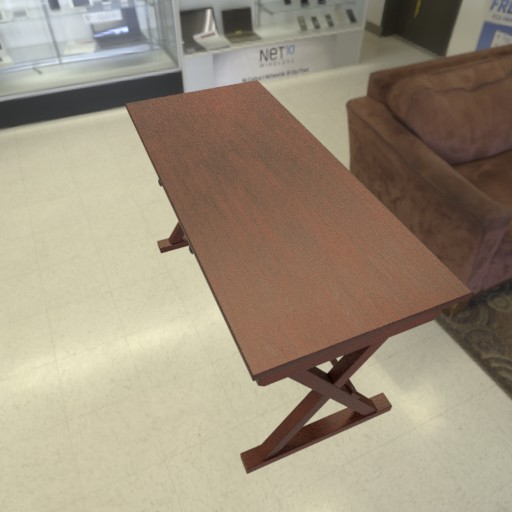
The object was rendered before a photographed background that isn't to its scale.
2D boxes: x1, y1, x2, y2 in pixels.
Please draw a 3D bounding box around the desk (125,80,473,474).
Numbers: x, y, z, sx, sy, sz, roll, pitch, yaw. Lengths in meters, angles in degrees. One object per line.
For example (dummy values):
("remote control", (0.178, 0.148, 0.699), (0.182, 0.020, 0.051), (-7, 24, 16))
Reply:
("desk", (0.000, 0.000, 1.739), (0.600, 0.761, 1.372), (-17, 47, -16))
